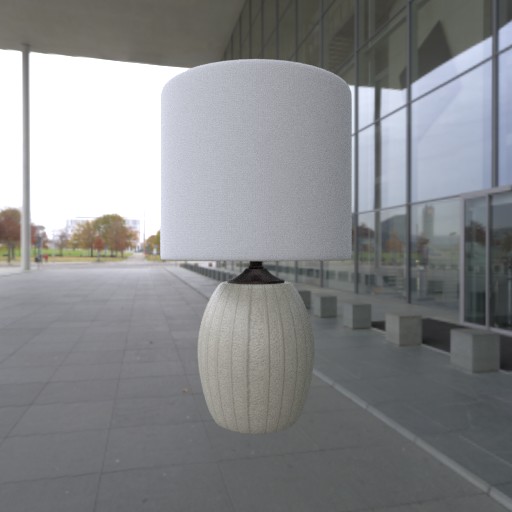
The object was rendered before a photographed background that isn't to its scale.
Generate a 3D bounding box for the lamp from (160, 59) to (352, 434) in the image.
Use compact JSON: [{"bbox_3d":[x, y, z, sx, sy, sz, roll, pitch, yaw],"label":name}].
[{"bbox_3d":[0.000,0.000,0.779,0.329,0.570,0.329,0,0,1],"label":"lamp"}]
